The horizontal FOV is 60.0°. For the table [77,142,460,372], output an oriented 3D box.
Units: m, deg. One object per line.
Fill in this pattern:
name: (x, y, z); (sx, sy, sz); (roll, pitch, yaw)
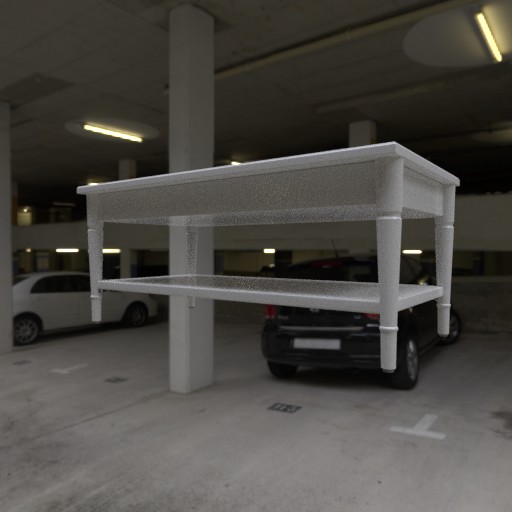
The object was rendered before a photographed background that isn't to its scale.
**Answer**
table: (0.000, 0.000, 1.389); (1.067, 0.457, 0.559); (1, 1, 36)
